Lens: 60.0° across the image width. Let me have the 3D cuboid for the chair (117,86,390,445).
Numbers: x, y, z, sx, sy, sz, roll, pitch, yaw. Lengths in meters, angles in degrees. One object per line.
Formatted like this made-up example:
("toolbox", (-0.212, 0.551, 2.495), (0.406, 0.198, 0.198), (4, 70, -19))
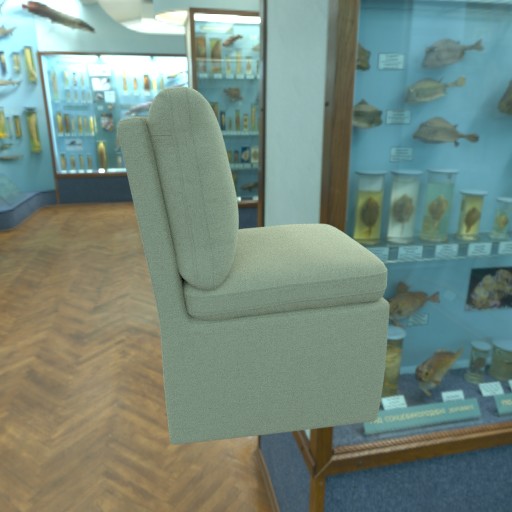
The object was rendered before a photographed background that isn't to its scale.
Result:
("chair", (0.000, 0.000, 1.340), (0.698, 0.927, 0.503), (-3, 17, -10))
